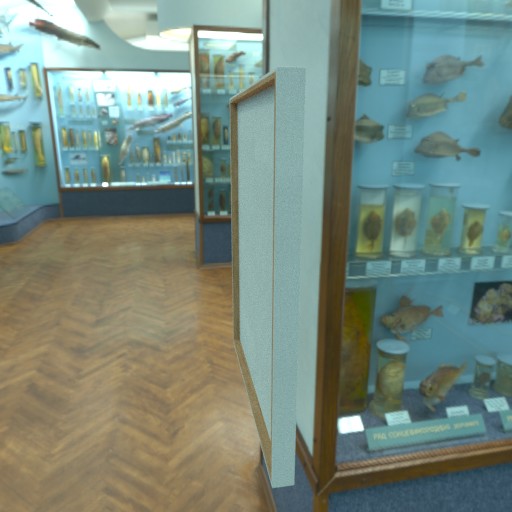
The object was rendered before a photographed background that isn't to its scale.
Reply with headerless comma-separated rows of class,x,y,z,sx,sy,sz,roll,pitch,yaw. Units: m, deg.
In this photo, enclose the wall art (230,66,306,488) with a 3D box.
wall art,0.000,0.000,0.849,0.037,0.606,0.508,-3,16,-9
